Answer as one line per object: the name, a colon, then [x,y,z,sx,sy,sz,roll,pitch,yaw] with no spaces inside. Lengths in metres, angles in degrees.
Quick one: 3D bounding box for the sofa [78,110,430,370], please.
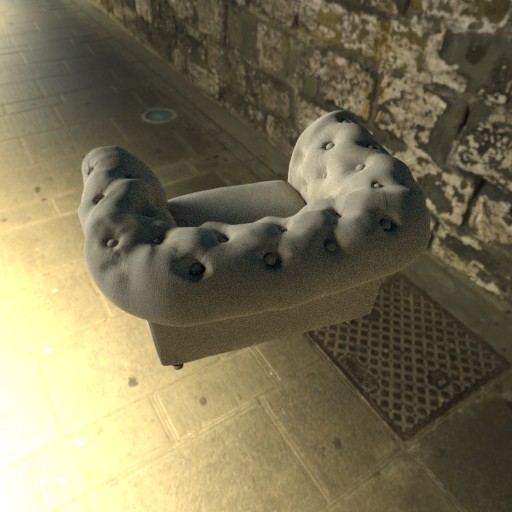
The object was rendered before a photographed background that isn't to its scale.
sofa: [0.000,0.000,2.048,1.405,0.878,1.034,-12,43,-13]
